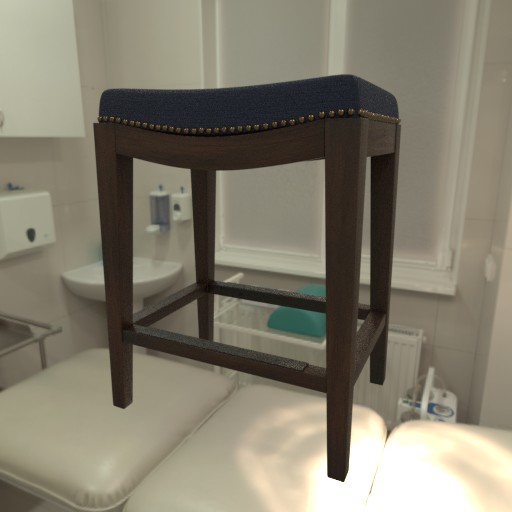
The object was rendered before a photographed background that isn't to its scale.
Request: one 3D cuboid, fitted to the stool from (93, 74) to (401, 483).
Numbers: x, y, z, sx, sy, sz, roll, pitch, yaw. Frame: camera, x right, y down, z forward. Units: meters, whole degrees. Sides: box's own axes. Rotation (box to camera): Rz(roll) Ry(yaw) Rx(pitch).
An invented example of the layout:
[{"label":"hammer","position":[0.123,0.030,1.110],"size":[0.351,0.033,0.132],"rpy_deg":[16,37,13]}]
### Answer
[{"label":"stool","position":[0.000,0.000,0.911],"size":[0.500,0.642,0.361],"rpy_deg":[7,16,25]}]
